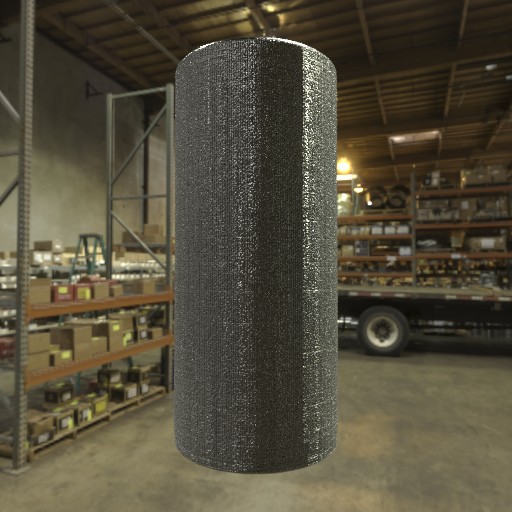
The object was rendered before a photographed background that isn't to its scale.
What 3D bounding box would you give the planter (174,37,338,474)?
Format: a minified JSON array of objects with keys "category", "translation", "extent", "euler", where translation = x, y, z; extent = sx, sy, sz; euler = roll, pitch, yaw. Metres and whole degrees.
[{"category":"planter","translation":[0.000,0.000,0.126],"extent":[0.045,0.103,0.045],"euler":[0,-1,19]}]
